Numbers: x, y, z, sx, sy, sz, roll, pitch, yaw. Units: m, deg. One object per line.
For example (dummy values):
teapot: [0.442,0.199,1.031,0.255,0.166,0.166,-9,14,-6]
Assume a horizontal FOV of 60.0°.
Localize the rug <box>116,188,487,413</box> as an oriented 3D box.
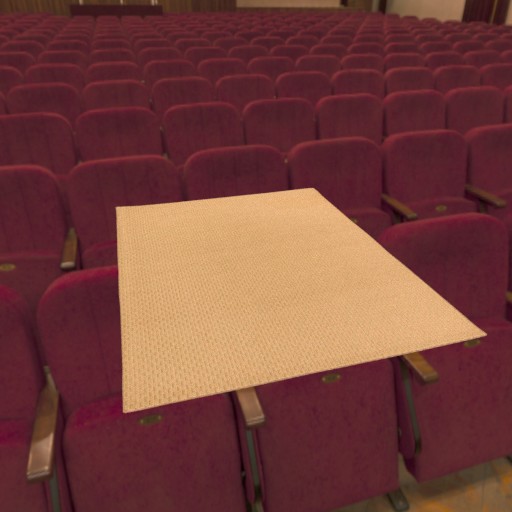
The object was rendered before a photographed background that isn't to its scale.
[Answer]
rug: [0.000,0.000,3.798,2.277,0.035,2.897,-8,29,-14]
